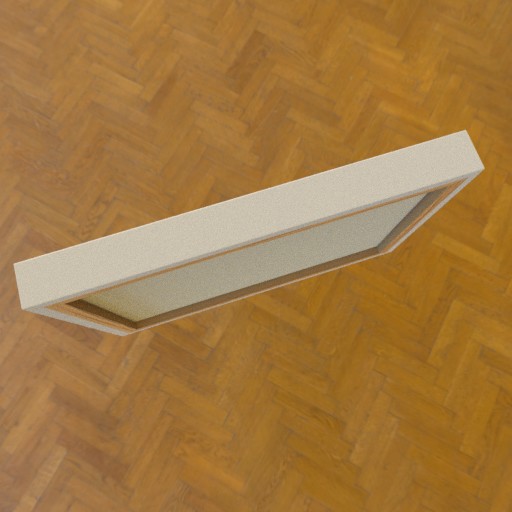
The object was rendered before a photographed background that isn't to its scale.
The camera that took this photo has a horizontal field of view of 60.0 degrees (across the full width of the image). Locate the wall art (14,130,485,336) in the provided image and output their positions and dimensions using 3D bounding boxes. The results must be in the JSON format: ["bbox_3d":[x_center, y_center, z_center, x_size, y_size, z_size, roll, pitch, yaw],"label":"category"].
[{"bbox_3d":[0.000,0.000,0.477,0.381,0.259,0.038,-17,76,-4],"label":"wall art"}]
